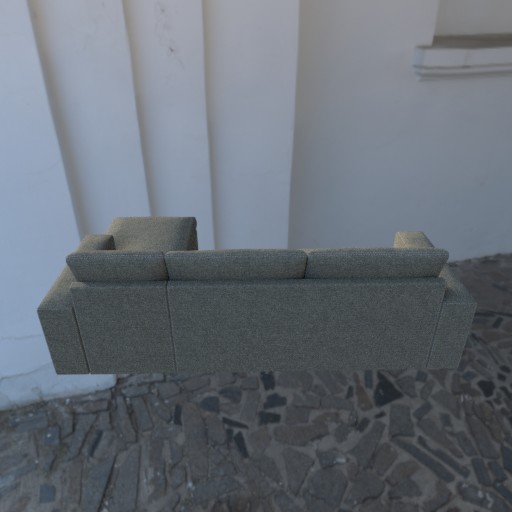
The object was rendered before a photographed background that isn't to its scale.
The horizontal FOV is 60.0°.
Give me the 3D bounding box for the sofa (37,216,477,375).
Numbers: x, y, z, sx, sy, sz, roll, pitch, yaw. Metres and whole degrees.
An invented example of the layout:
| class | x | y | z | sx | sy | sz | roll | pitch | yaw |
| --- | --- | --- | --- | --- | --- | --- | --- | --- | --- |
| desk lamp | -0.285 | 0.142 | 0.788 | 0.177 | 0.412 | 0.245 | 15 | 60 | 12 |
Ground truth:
| class | x | y | z | sx | sy | sz | roll | pitch | yaw |
| --- | --- | --- | --- | --- | --- | --- | --- | --- | --- |
| sofa | 0.000 | 0.000 | 3.509 | 2.718 | 0.940 | 1.689 | -1 | 30 | -1 |
